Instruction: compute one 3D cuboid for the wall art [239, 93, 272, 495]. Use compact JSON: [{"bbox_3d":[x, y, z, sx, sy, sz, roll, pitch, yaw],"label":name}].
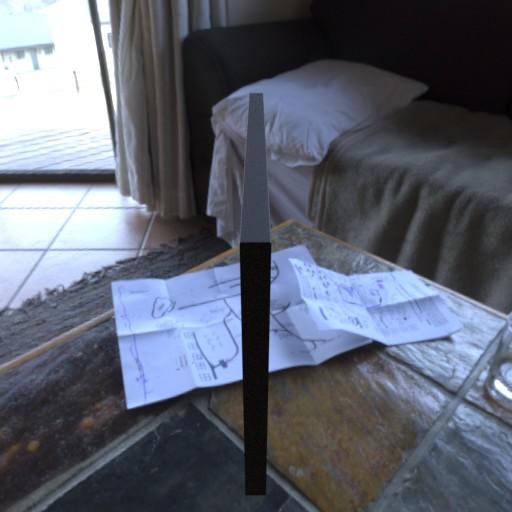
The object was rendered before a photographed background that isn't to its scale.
[{"bbox_3d":[0.000,0.000,0.561,0.021,0.301,0.443,0,32,0],"label":"wall art"}]
